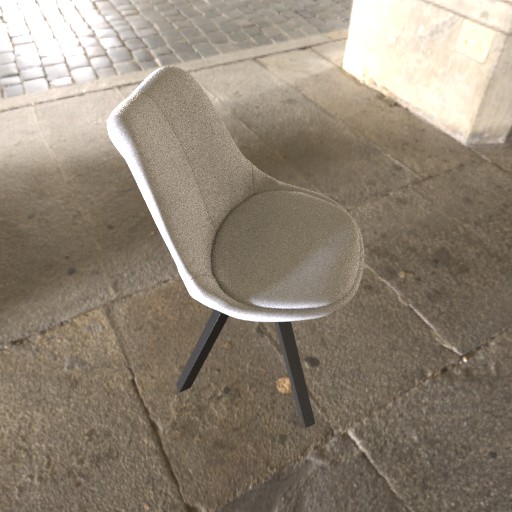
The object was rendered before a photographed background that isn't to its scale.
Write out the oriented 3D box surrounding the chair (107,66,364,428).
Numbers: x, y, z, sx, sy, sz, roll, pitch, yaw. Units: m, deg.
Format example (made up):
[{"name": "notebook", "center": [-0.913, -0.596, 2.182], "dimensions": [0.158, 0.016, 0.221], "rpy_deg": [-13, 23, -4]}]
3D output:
[{"name": "chair", "center": [0.000, 0.000, 1.169], "dimensions": [0.550, 0.850, 0.485], "rpy_deg": [11, 47, 11]}]
